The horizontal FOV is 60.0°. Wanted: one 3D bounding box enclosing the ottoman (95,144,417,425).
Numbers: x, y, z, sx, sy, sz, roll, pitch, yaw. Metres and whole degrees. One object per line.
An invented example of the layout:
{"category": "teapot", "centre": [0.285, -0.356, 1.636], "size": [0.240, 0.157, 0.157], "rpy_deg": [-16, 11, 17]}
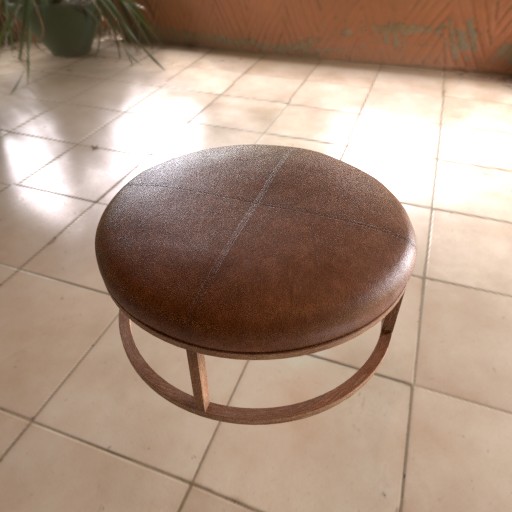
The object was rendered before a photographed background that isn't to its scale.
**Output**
{"category": "ottoman", "centre": [0.000, 0.000, 1.525], "size": [1.006, 0.445, 1.006], "rpy_deg": [0, 40, 0]}
